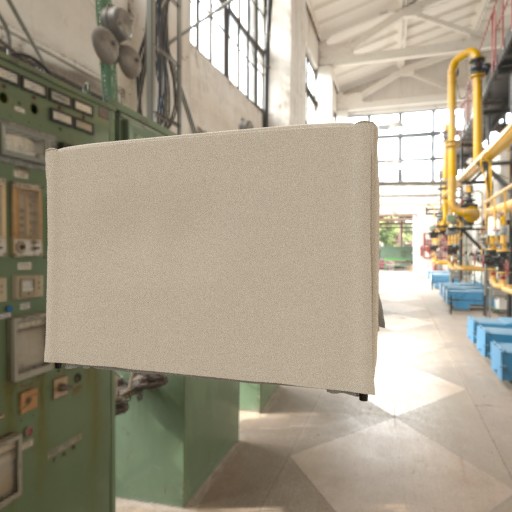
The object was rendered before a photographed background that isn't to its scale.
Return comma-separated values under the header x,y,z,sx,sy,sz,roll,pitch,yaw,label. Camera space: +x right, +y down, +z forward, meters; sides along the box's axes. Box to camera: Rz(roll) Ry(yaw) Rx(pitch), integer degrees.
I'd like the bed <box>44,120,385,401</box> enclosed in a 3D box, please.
x,y,z,sx,sy,sz,roll,pitch,yaw,label
0.000,0.000,3.402,1.925,1.332,2.276,0,1,18,bed
